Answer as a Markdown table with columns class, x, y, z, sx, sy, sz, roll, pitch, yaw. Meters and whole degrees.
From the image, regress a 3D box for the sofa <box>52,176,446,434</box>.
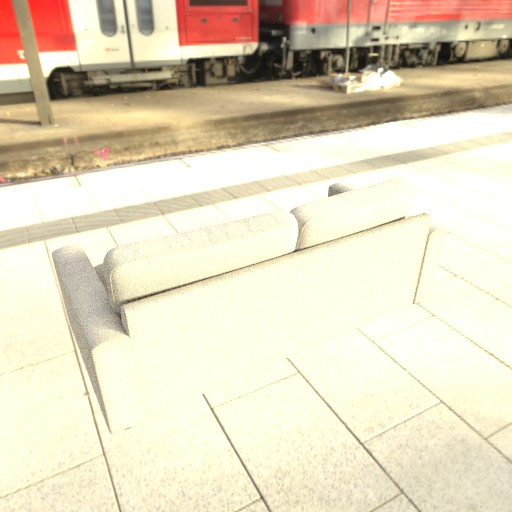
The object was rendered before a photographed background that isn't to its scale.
| class | x | y | z | sx | sy | sz | roll | pitch | yaw |
| --- | --- | --- | --- | --- | --- | --- | --- | --- | --- |
| sofa | 0.000 | 0.000 | 2.721 | 2.179 | 0.873 | 1.016 | -17 | 34 | -26 |
